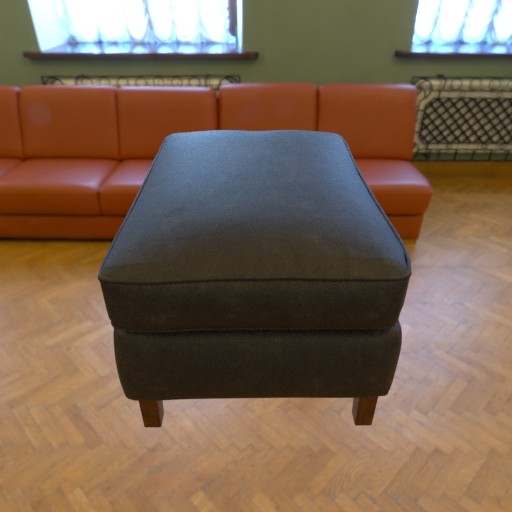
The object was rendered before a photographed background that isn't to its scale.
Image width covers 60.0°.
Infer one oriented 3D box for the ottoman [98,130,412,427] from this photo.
[{"bbox_3d":[0.000,0.000,0.986,0.501,0.413,0.665,0,33,0],"label":"ottoman"}]
